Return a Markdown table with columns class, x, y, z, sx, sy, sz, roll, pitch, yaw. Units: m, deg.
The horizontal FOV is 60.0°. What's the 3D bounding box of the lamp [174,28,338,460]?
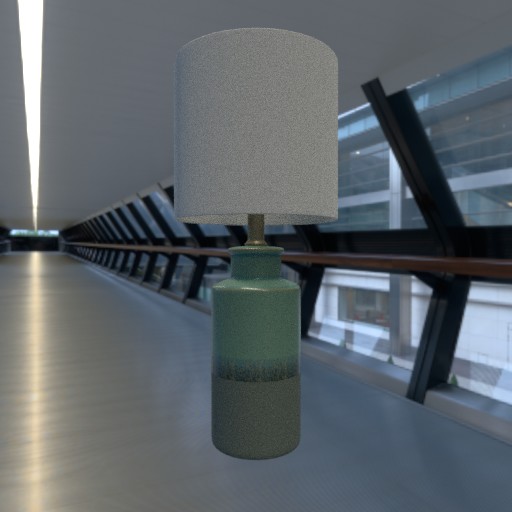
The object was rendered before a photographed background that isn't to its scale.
| class | x | y | z | sx | sy | sz | roll | pitch | yaw |
| --- | --- | --- | --- | --- | --- | --- | --- | --- | --- |
| lamp | 0.000 | 0.000 | 0.584 | 0.212 | 0.493 | 0.212 | 0 | 1 | 18 |
